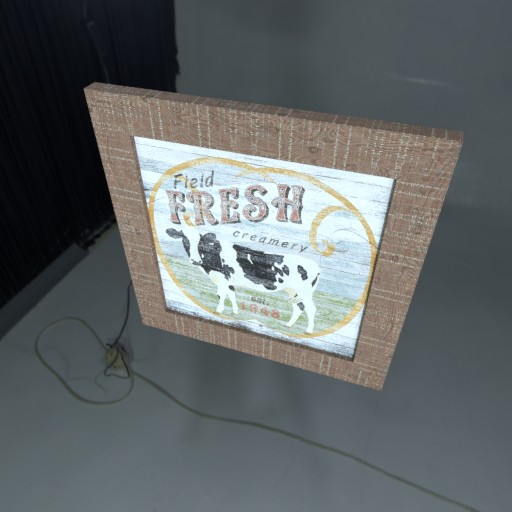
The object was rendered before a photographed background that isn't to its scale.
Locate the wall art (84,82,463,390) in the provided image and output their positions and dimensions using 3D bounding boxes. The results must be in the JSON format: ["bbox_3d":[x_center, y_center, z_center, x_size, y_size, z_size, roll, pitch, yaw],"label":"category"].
[{"bbox_3d":[0.000,0.000,0.776,0.531,0.531,0.029,13,42,14],"label":"wall art"}]
